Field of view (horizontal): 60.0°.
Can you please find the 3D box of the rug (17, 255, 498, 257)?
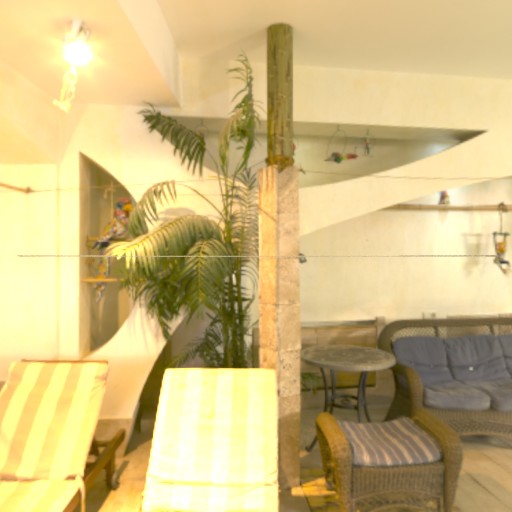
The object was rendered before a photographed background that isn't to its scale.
[{"bbox_3d":[0.000,0.000,2.496,2.084,0.009,1.222,0,0,0],"label":"rug"}]
